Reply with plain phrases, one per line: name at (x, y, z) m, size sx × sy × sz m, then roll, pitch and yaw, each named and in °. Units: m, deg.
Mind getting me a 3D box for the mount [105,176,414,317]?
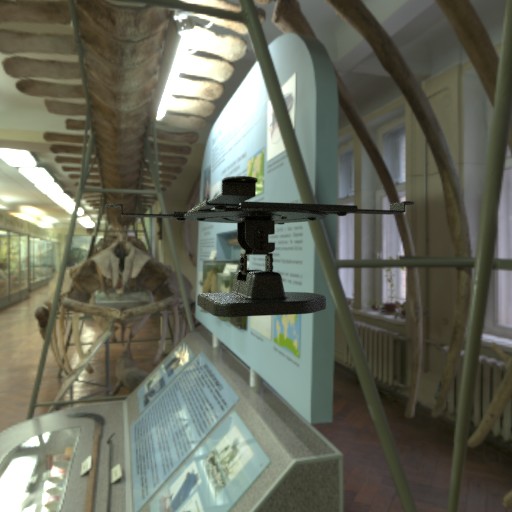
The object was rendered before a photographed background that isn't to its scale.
mount at (0.000, 0.000, 0.602) m, size 0.394 × 0.141 × 0.394 m, roll 0°, pitch 0°, yaw -17°
